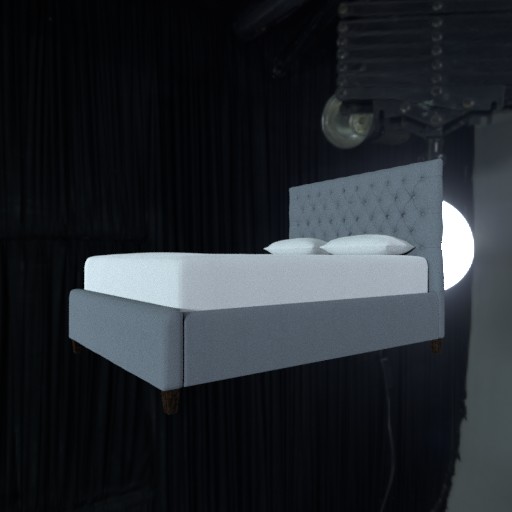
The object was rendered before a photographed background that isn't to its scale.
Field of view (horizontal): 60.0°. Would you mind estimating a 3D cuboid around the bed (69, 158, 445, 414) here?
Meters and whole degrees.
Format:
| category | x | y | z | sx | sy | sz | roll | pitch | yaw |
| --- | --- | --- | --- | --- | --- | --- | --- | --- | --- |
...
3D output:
| category | x | y | z | sx | sy | sz | roll | pitch | yaw |
| --- | --- | --- | --- | --- | --- | --- | --- | --- | --- |
| bed | 0.000 | 0.000 | 3.275 | 2.231 | 1.427 | 1.698 | 0 | 0 | -36 |
